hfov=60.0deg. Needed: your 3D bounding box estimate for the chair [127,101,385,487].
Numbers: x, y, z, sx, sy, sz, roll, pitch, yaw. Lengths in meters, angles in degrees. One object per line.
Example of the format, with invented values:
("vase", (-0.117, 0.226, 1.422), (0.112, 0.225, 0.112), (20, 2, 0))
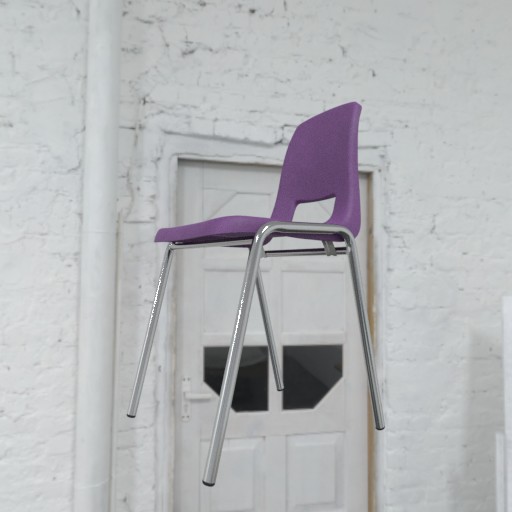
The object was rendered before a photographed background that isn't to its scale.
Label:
("chair", (0.000, 0.000, 0.939), (0.432, 0.704, 0.381), (1, -2, -34))
